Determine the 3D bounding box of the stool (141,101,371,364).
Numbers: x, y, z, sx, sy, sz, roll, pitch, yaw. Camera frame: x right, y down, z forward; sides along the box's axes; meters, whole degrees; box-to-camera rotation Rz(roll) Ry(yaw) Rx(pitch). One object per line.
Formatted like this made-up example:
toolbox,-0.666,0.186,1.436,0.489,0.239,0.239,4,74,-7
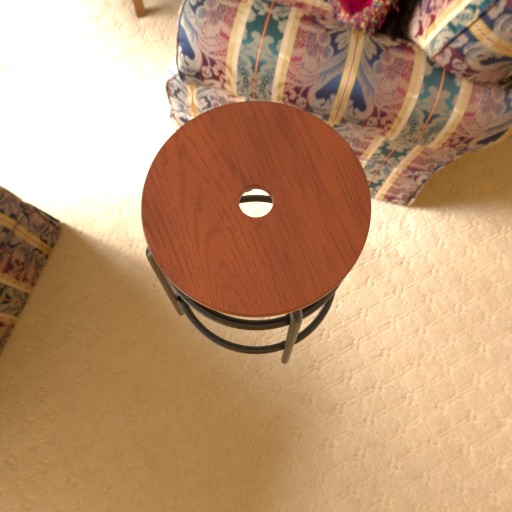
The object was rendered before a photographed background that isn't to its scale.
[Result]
stool,0.000,0.000,0.936,0.455,0.610,0.455,-20,76,-5
